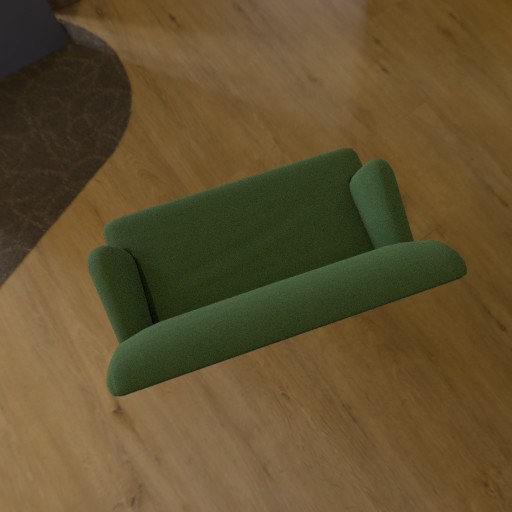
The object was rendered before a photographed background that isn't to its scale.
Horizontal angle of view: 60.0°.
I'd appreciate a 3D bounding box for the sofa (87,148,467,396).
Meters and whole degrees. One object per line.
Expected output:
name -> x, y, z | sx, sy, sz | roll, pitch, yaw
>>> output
sofa -> 0.000, 0.000, 1.853 | 1.297, 0.889, 0.779 | -18, 75, -5
